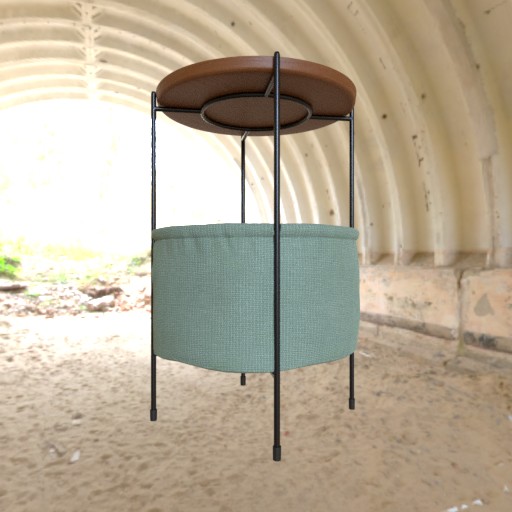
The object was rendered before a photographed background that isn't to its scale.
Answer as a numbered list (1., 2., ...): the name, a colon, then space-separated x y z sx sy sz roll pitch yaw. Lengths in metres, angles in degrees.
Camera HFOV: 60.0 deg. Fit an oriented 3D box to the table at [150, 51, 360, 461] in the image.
1. table: 0.000 0.000 0.873 0.400 0.623 0.400 0 0 36
